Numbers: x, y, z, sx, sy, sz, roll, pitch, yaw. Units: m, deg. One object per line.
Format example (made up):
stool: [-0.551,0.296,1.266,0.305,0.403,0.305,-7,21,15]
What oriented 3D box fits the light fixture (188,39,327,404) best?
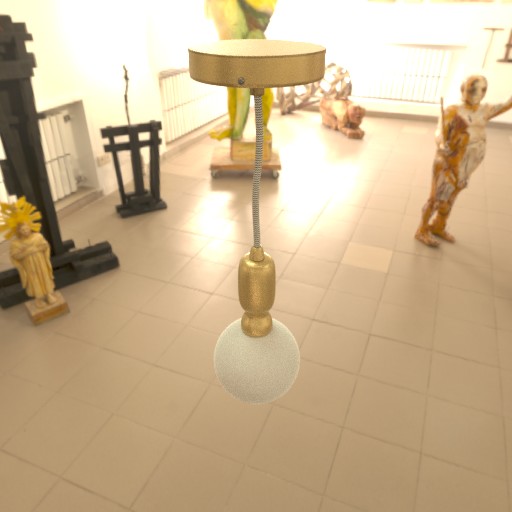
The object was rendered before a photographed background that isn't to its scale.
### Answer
light fixture: [0.000,0.000,0.593,0.146,0.510,0.147,12,33,19]
